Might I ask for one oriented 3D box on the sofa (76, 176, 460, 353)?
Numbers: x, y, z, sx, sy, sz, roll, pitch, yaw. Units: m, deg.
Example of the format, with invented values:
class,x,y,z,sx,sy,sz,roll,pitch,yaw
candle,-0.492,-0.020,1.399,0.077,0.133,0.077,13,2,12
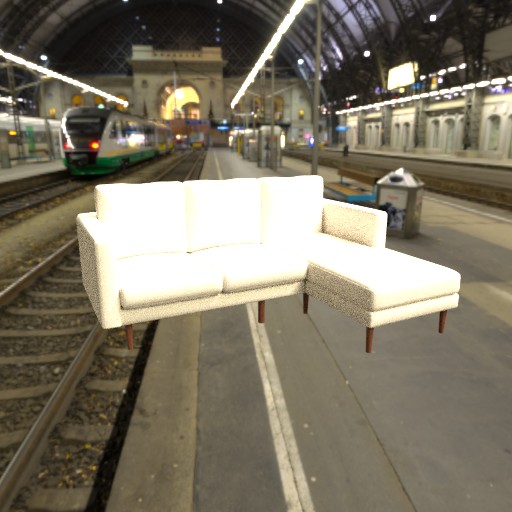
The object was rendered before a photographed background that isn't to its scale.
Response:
class,x,y,z,sx,sy,sz,roll,pitch,yaw
sofa,0.000,0.000,2.913,2.029,0.899,1.580,-7,16,-26
